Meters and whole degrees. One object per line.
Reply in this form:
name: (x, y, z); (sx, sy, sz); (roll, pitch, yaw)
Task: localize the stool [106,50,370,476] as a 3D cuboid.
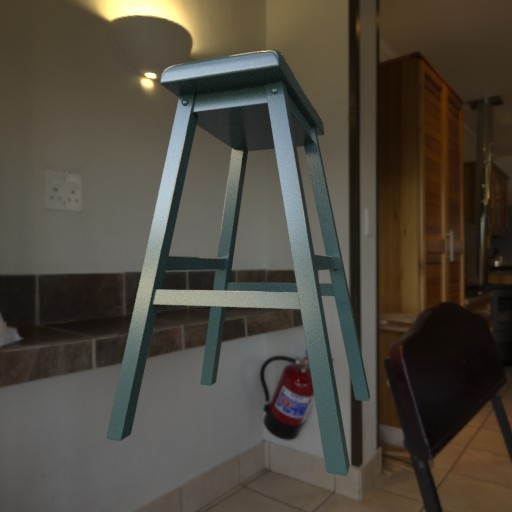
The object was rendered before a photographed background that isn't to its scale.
stool: (0.000, 0.000, 1.031); (0.476, 0.737, 0.457); (0, -1, 19)
